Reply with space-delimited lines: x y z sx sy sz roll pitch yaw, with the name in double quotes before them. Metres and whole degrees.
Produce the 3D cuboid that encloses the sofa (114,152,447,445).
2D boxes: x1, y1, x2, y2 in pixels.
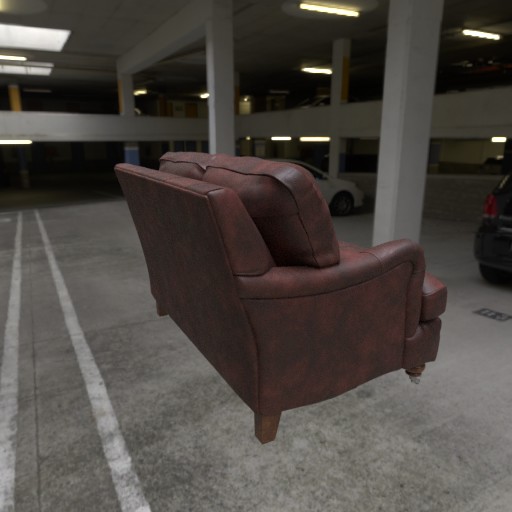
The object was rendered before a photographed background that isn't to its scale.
"sofa" 0.000 0.000 2.377 1.148 1.070 1.628 -8 17 -27
